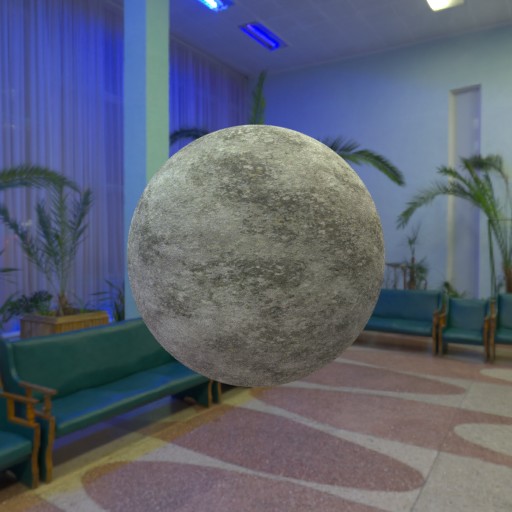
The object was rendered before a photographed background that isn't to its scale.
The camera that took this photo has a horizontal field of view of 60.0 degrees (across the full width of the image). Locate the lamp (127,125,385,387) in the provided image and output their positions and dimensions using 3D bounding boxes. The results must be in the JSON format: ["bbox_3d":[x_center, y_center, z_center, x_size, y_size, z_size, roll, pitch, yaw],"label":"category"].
[{"bbox_3d":[0.000,0.000,0.753,0.422,0.429,0.422,0,1,0],"label":"lamp"}]
